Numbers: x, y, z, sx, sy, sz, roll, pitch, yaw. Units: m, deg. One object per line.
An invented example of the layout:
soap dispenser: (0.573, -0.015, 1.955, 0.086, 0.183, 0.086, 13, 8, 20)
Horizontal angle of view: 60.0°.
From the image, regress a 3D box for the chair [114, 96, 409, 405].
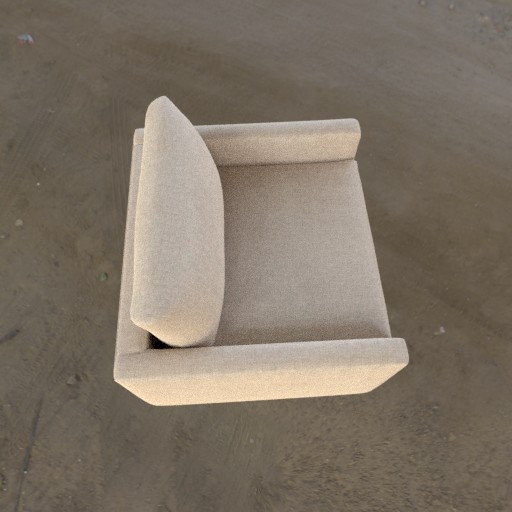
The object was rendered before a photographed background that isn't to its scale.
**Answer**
chair: (0.000, 0.000, 1.629, 0.866, 0.861, 0.963, -3, 63, -1)
